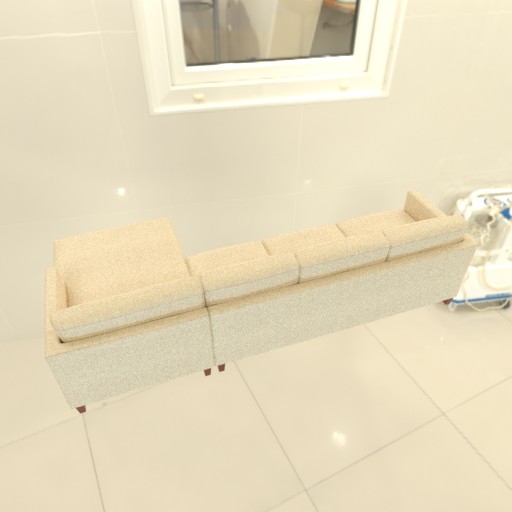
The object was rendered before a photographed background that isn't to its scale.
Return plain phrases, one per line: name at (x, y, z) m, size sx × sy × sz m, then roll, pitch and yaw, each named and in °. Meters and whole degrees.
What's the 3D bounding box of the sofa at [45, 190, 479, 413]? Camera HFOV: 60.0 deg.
sofa at (0.000, 0.000, 4.015) m, size 3.471 × 0.954 × 1.603 m, roll -13°, pitch 42°, yaw -15°
